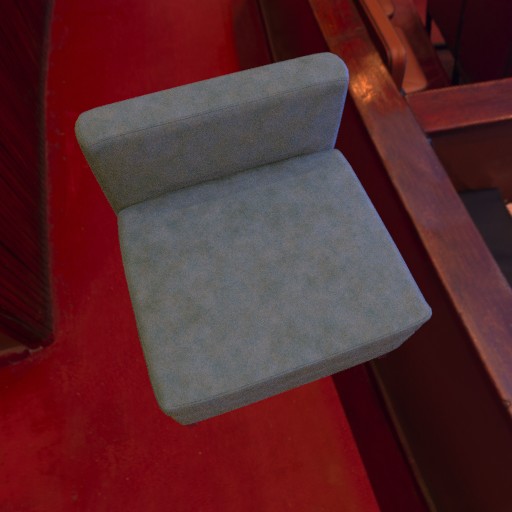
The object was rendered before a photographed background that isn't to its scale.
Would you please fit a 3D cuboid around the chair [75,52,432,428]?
[{"bbox_3d":[0.000,0.000,1.202,0.684,0.660,0.685,-17,65,-9],"label":"chair"}]
